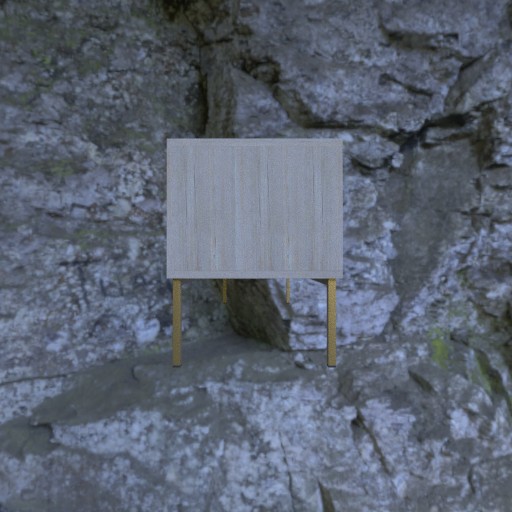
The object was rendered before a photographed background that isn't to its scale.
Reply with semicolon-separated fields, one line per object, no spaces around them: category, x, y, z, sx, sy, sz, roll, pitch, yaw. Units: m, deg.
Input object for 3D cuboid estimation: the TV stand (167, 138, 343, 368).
TV stand;0.000;0.000;1.857;0.420;0.550;1.600;0;0;0
